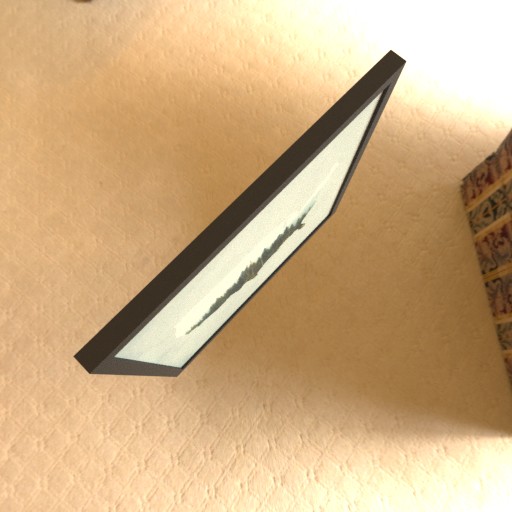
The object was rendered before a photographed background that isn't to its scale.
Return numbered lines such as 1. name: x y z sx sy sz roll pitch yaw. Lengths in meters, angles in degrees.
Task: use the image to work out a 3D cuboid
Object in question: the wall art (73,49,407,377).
1. wall art: 0.000 0.000 1.107 0.038 0.763 0.763 42 79 11
